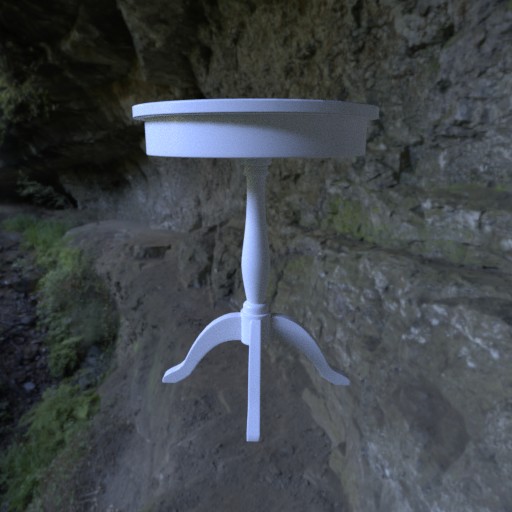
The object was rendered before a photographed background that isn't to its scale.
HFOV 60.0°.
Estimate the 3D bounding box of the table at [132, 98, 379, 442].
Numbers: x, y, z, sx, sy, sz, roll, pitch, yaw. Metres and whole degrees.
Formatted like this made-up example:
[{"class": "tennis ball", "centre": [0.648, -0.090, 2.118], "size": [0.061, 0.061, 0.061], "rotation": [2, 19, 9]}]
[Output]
[{"class": "table", "centre": [0.000, 0.000, 1.034], "size": [0.513, 0.653, 0.513], "rotation": [0, 15, 0]}]
